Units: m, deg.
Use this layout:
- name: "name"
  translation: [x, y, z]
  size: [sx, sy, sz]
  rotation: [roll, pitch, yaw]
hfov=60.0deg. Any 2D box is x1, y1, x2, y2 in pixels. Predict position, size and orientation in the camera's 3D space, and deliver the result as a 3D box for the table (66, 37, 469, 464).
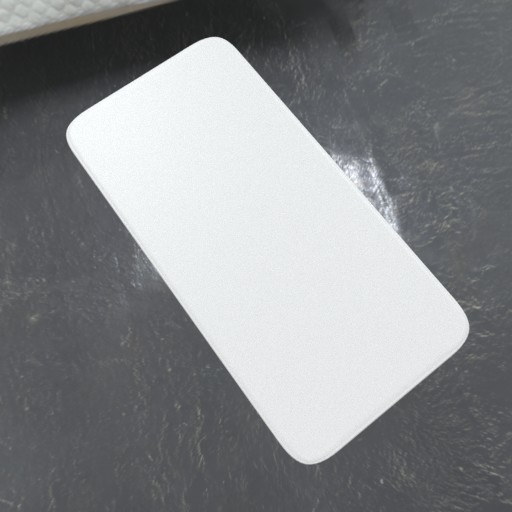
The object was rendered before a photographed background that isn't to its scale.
- name: "table"
  translation: [0.000, 0.000, 1.627]
  size: [0.610, 0.737, 1.219]
  rotation: [-36, 78, -9]
